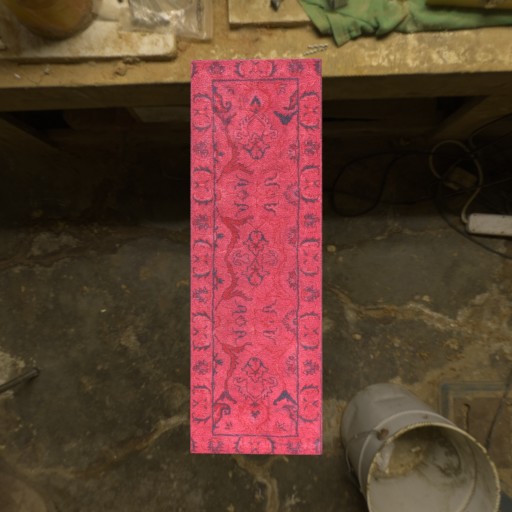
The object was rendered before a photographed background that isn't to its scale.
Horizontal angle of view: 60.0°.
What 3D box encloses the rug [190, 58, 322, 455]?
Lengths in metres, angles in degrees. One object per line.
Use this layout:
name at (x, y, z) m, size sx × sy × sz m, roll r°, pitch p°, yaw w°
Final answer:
rug at (0.000, 0.000, 2.740) m, size 0.813 × 0.018 × 2.439 m, roll 0°, pitch 90°, yaw 2°
